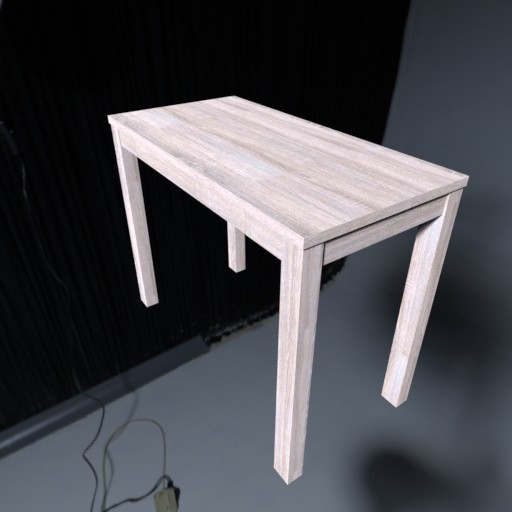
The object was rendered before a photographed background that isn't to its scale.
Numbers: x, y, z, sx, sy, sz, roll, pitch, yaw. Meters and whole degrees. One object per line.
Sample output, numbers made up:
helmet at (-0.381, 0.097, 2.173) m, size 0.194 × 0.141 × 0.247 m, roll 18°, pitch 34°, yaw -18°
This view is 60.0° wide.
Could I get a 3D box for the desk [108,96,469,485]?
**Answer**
desk at (0.000, 0.000, 1.438) m, size 0.495 × 0.762 × 0.991 m, roll -21°, pitch 38°, yaw -29°
